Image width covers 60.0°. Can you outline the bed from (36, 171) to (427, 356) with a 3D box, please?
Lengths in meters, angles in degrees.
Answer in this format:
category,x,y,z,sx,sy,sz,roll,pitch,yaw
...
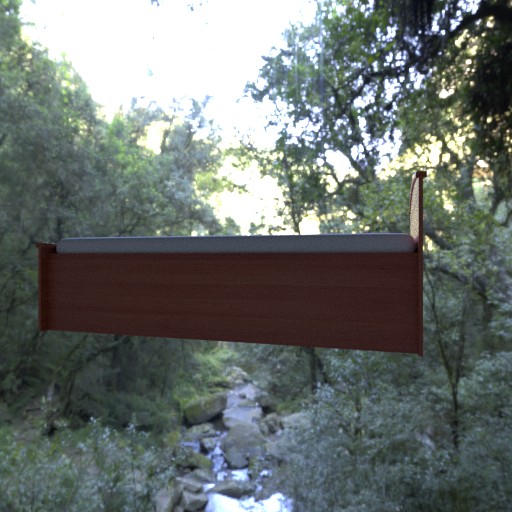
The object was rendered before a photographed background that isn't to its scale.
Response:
category,x,y,z,sx,sy,sz,roll,pitch,yaw
bed,0.000,0.000,2.970,2.053,0.848,1.683,0,0,18
